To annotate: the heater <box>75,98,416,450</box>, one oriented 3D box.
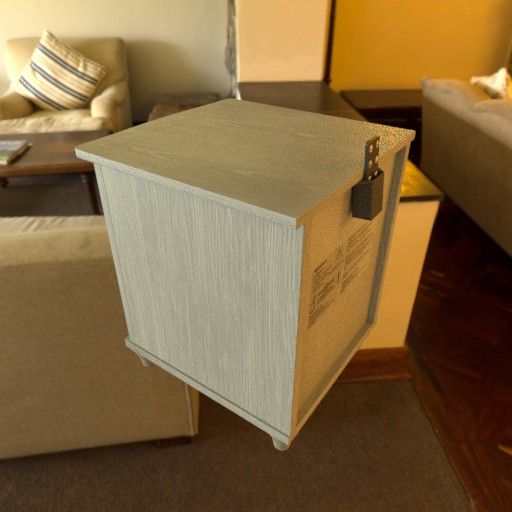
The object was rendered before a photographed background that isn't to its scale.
[{"bbox_3d":[0.000,0.000,0.769,0.400,0.481,0.362,21,38,29],"label":"heater"}]
